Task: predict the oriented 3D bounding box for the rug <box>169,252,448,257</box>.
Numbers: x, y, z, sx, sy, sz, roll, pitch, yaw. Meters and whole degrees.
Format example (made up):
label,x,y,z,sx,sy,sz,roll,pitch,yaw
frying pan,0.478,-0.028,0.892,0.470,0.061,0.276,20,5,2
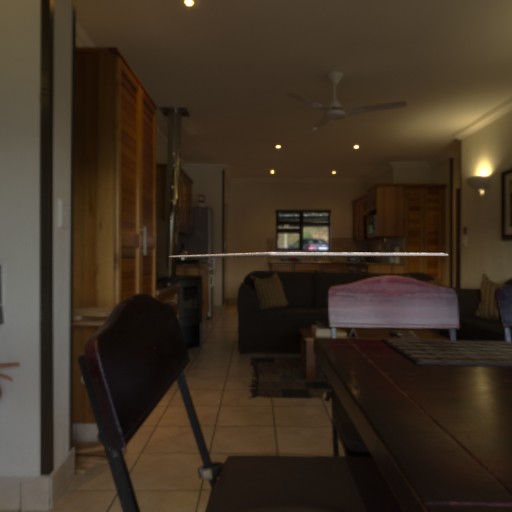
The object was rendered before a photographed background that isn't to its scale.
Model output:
label,x,y,z,sx,sy,sz,roll,pitch,yaw
rug,0.000,0.000,2.466,0.662,0.011,2.196,0,0,-19
